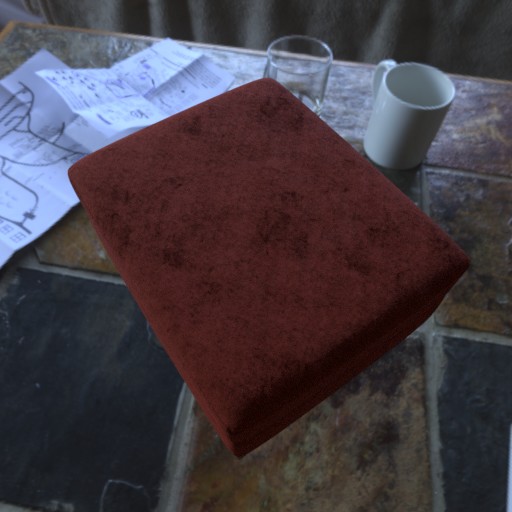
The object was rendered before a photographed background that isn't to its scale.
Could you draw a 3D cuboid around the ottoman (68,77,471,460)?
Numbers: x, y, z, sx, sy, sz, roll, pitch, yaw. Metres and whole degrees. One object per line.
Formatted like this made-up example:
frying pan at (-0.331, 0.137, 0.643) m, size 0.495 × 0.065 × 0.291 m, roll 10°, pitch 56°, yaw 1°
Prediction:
ottoman at (0.000, 0.000, 1.190) m, size 0.650 × 0.462 × 0.782 m, roll -31°, pitch 63°, yaw -17°
